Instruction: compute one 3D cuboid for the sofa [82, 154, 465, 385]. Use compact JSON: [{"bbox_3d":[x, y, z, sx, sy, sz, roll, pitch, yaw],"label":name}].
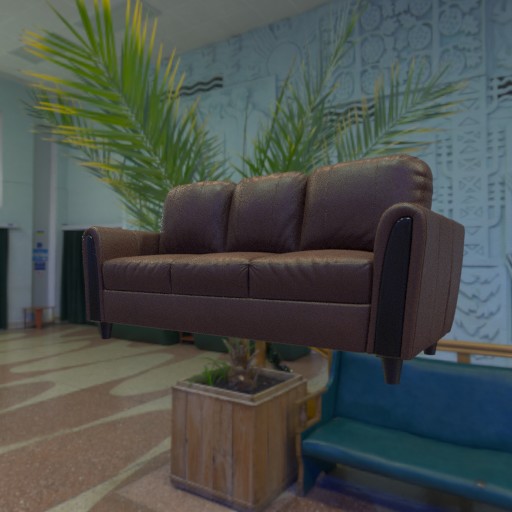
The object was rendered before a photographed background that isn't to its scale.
[{"bbox_3d":[0.000,0.000,2.279,1.862,0.915,0.802,-1,-1,35],"label":"sofa"}]
